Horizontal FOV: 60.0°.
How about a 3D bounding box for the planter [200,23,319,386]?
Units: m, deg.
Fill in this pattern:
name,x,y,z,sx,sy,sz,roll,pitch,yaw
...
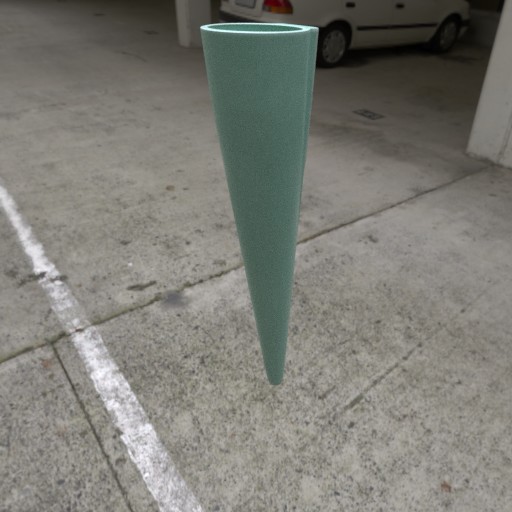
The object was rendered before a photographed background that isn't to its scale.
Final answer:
name,x,y,z,sx,sy,sz,roll,pitch,yaw
planter,0.000,0.000,0.290,0.055,0.268,0.054,-22,38,-31
